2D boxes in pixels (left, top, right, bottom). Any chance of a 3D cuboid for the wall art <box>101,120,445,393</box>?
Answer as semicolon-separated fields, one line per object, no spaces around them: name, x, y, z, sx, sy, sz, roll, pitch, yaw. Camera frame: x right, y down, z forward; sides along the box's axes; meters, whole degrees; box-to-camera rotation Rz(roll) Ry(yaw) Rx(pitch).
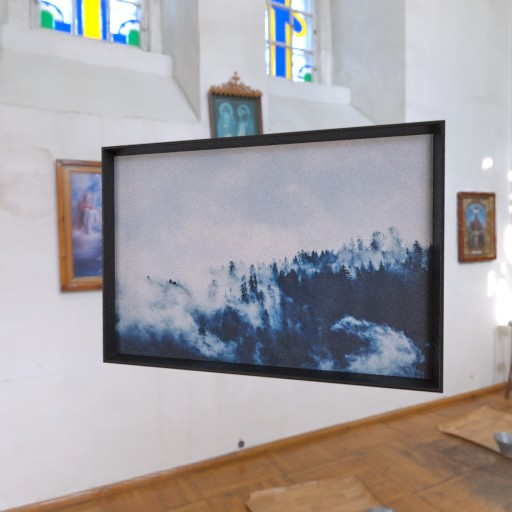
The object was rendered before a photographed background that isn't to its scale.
wall art;0.000;0.000;1.202;0.939;0.640;0.058;0;1;17
